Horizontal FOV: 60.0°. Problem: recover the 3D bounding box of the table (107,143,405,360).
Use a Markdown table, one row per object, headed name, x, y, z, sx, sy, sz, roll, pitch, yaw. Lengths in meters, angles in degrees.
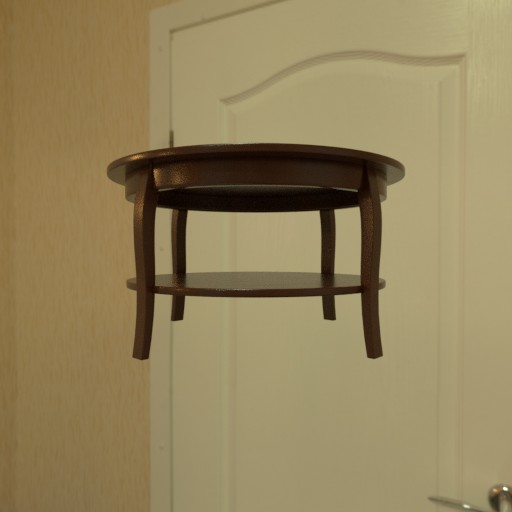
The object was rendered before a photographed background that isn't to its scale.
| name | x | y | z | sx | sy | sz | roll | pitch | yaw |
| --- | --- | --- | --- | --- | --- | --- | --- | --- | --- |
| table | 0.000 | 0.000 | 1.431 | 0.911 | 0.512 | 0.911 | 0 | 1 | 0 |
